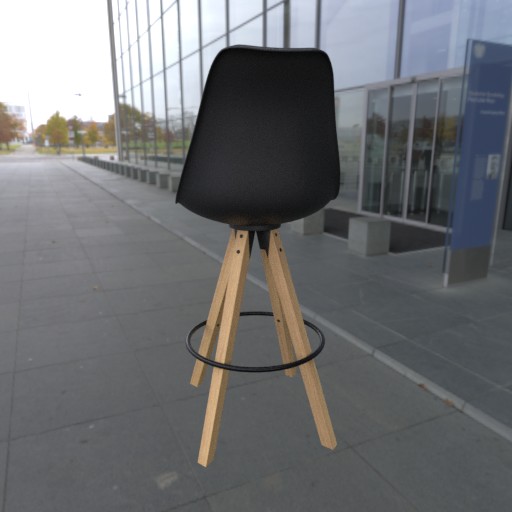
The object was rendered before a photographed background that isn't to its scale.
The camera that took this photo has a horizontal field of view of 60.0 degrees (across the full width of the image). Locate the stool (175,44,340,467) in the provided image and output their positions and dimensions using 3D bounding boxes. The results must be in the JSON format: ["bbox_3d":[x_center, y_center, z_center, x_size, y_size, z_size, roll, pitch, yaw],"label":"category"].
[{"bbox_3d":[0.000,0.000,1.392,0.485,1.115,0.550,-3,14,-11],"label":"stool"}]
